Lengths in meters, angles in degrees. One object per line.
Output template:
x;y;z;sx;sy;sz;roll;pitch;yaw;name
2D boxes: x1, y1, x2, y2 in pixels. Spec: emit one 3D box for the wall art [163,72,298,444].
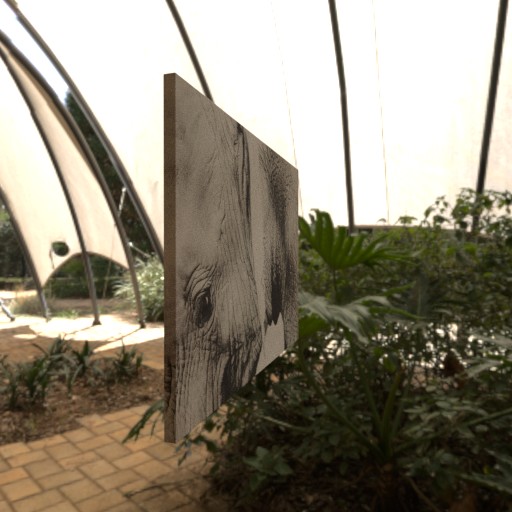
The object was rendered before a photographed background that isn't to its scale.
0.000;0.000;1.161;0.023;0.607;0.914;0;1;18;wall art
